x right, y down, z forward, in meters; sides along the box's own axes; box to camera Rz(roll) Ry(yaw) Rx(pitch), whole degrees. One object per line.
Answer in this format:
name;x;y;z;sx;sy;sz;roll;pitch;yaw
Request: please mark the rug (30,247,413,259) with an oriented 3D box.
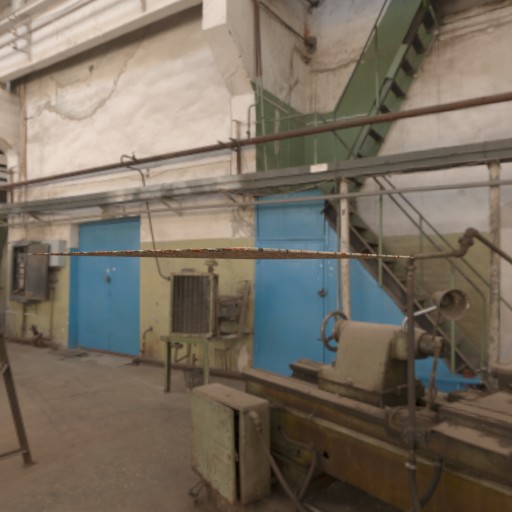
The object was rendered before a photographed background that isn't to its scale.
rug;0.000;0.000;2.525;1.218;0.010;1.997;-1;-1;35
